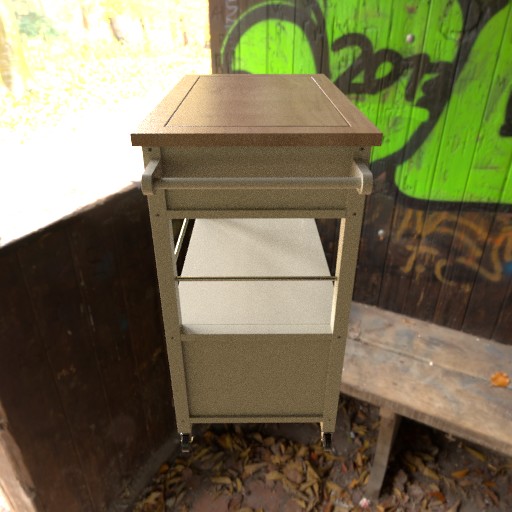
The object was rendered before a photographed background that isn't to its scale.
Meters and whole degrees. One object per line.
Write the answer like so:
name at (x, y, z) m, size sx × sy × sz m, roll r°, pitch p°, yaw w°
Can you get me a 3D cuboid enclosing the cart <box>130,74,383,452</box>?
cart at (0.000, 0.000, 1.319) m, size 0.459 × 0.901 × 0.840 m, roll 0°, pitch 30°, yaw 0°
